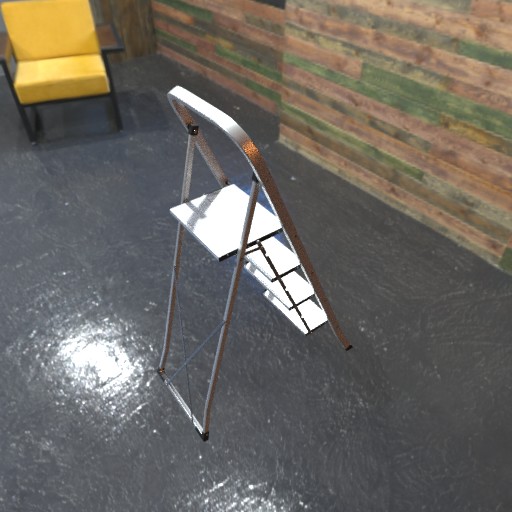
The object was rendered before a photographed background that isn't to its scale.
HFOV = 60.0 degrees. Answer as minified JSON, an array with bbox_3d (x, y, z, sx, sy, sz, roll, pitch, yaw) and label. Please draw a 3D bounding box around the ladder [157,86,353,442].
[{"bbox_3d":[0.000,0.000,1.674,0.830,1.290,0.465,-26,48,-27],"label":"ladder"}]
